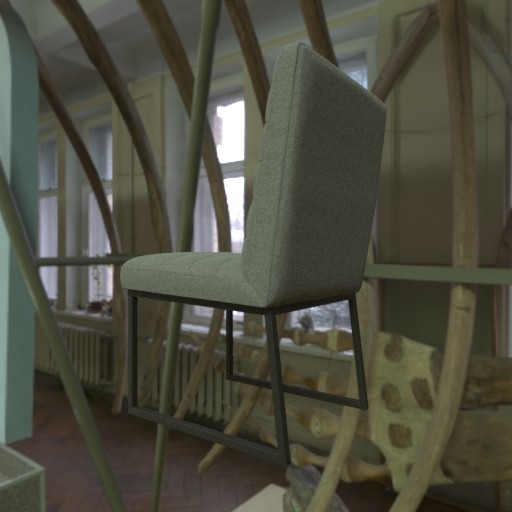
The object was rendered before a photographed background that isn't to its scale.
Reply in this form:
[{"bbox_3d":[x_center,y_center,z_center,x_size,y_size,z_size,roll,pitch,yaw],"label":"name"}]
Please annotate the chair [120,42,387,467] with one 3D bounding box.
[{"bbox_3d":[0.000,0.000,1.314,0.634,0.930,0.520,0,0,37],"label":"chair"}]
